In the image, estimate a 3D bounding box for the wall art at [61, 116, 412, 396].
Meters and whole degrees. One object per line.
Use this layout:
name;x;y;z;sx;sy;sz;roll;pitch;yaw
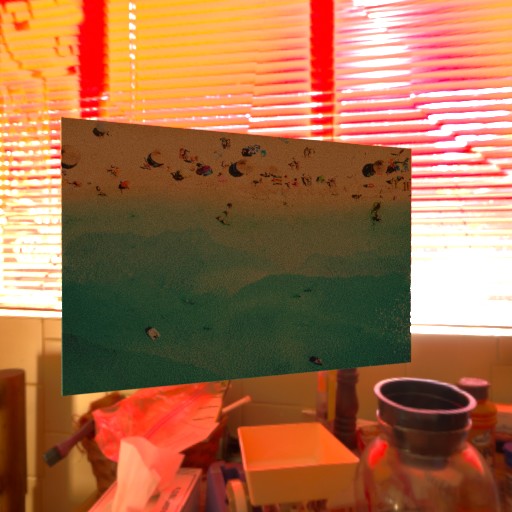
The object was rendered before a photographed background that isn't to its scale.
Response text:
wall art;0.000;0.000;0.758;0.609;0.406;0.039;0;1;-19
